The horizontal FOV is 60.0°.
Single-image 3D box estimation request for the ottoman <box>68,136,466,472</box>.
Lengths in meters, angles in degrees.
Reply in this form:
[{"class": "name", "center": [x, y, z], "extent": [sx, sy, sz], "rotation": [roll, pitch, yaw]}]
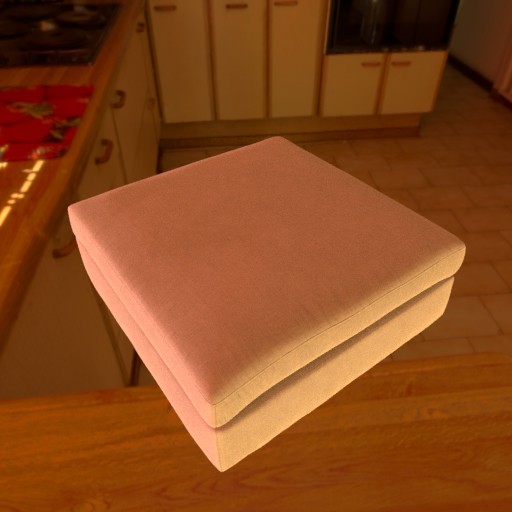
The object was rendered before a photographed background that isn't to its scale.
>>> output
[{"class": "ottoman", "center": [0.000, 0.000, 1.853], "extent": [1.171, 0.517, 1.203], "rotation": [-25, 47, -27]}]
